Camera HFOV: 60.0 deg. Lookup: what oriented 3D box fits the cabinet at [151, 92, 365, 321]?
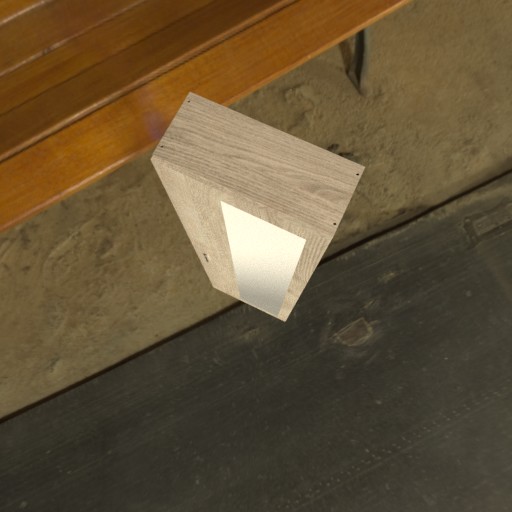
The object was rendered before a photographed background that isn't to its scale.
[{"bbox_3d":[0.000,0.000,1.983,0.500,1.790,0.230,25,77,6],"label":"cabinet"}]
